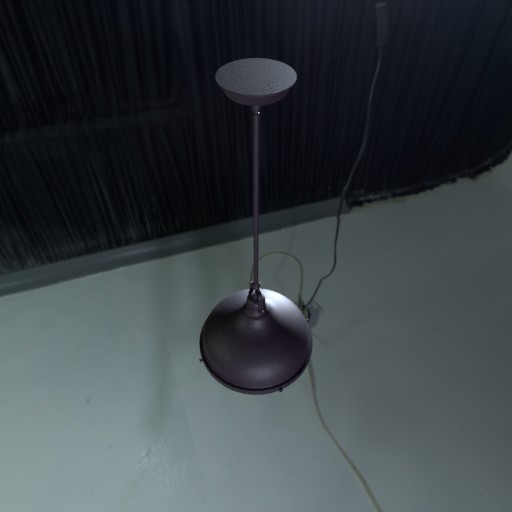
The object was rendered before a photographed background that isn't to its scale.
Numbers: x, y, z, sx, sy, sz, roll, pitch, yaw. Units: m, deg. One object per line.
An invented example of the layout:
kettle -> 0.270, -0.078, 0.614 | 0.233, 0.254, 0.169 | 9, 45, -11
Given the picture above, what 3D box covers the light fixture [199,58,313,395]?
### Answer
light fixture -> 0.000, 0.000, 1.021 | 0.341, 0.849, 0.341 | -17, 49, -16
